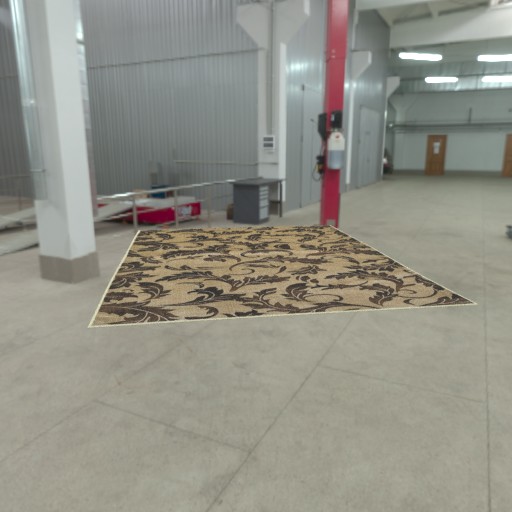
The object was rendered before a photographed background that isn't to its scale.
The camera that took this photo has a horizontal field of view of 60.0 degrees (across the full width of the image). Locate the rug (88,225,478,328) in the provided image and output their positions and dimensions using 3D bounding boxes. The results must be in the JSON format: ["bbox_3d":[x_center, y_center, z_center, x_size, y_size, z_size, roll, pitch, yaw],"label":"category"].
[{"bbox_3d":[0.000,0.000,4.041,2.380,0.008,2.977,-2,14,-9],"label":"rug"}]
